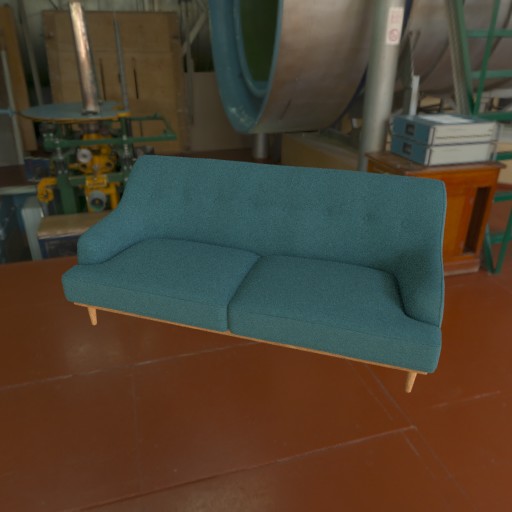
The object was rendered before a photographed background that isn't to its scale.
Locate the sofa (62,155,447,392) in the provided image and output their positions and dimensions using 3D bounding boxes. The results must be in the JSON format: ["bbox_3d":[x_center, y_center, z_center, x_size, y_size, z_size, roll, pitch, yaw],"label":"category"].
[{"bbox_3d":[0.000,0.000,2.609,2.057,0.871,0.978,8,28,16],"label":"sofa"}]
